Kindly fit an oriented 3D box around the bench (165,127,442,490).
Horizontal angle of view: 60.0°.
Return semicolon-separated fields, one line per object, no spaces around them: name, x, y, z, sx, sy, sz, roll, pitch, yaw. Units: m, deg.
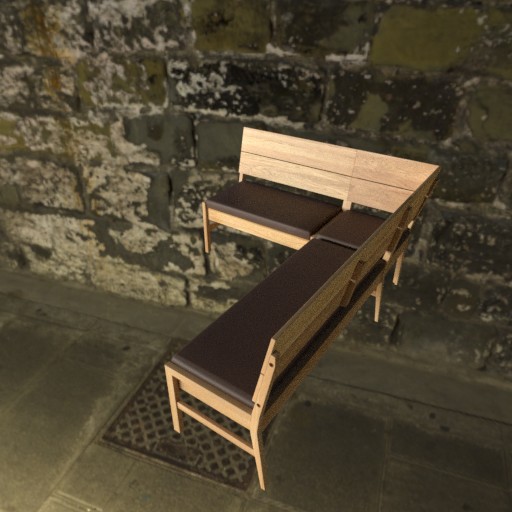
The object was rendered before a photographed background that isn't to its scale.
bench;0.000;0.000;2.723;1.549;0.890;1.975;20;37;28
